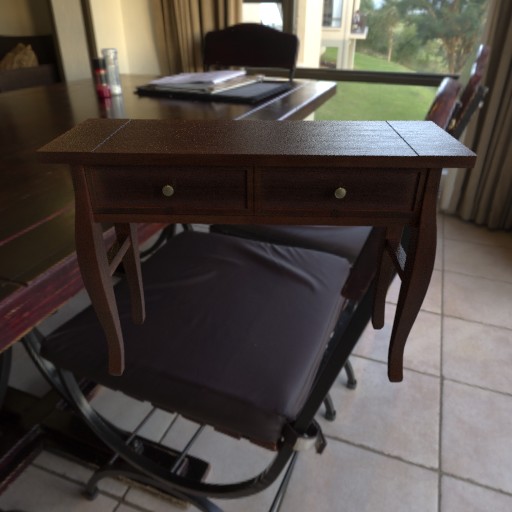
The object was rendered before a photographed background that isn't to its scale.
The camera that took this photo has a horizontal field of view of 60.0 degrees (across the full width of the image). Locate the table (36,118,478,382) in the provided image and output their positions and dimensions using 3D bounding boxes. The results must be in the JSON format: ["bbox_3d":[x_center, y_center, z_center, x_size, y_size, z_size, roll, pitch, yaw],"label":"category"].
[{"bbox_3d":[0.000,0.000,1.407,1.062,0.768,0.373,1,30,2],"label":"table"}]
